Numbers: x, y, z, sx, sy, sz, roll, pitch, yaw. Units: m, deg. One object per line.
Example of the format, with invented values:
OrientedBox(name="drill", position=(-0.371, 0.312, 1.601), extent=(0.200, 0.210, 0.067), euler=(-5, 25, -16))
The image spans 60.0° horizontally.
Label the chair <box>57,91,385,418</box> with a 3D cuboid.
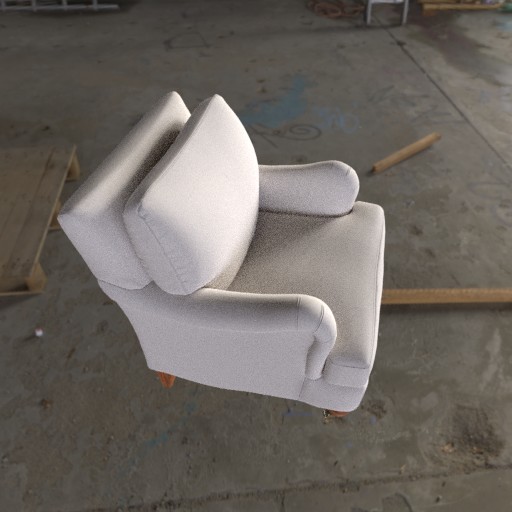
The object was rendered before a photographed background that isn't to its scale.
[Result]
OrientedBox(name="chair", position=(0.000, 0.000, 1.888), extent=(1.070, 1.038, 0.955), euler=(10, 46, 10))
